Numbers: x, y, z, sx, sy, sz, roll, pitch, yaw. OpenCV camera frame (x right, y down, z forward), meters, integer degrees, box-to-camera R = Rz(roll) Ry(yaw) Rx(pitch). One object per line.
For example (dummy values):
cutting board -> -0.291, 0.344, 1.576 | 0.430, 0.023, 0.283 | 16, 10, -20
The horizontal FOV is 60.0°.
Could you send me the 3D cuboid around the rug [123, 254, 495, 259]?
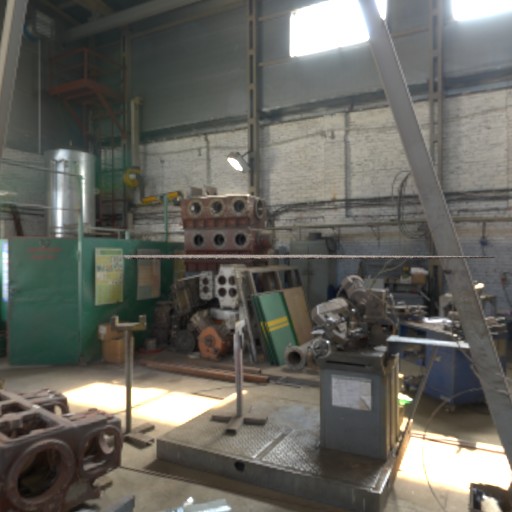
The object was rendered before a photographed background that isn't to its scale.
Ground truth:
rug -> 0.000, 0.000, 5.240 | 2.997, 0.020, 4.093 | 0, 0, -17
